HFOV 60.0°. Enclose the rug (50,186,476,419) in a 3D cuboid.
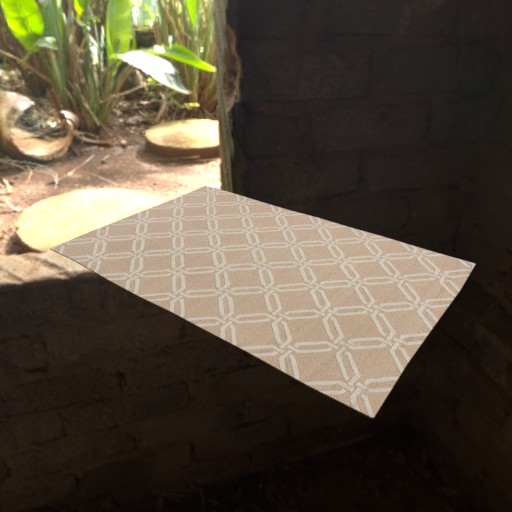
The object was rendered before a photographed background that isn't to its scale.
[{"bbox_3d":[0.000,0.000,2.145,1.745,0.010,1.146,20,35,32],"label":"rug"}]
